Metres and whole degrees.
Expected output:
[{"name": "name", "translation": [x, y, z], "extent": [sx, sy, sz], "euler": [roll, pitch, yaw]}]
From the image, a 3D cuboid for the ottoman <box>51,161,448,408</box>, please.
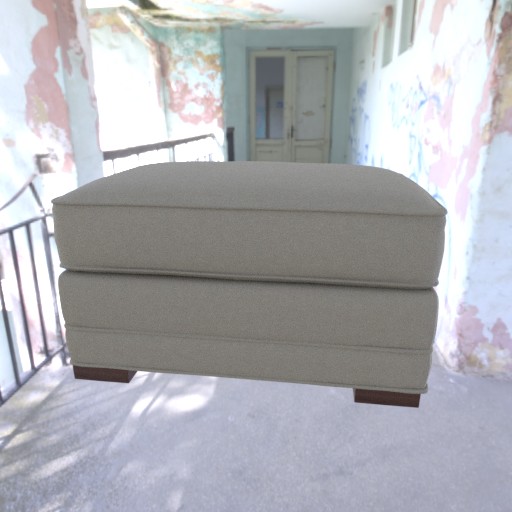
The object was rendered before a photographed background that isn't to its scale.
[{"name": "ottoman", "translation": [0.000, 0.000, 1.214], "extent": [0.848, 0.482, 0.611], "euler": [2, 18, 7]}]
